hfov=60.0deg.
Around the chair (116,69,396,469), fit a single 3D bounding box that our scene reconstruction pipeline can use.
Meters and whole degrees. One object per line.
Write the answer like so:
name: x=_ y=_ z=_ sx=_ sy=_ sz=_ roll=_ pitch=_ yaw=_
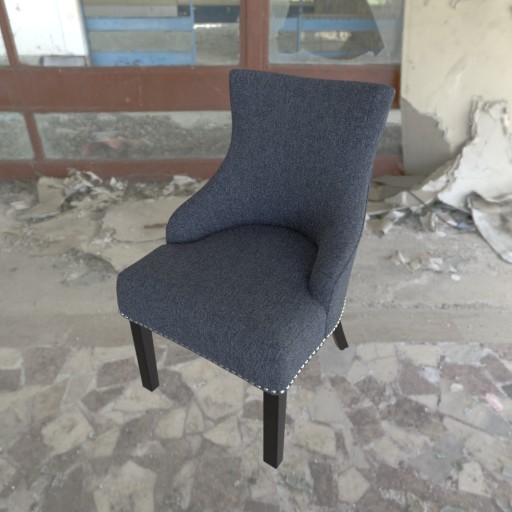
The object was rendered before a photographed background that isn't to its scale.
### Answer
chair: x=0.000 y=0.000 z=1.274 sx=0.566 sy=0.909 sz=0.629 roll=19 pitch=36 yaw=29
